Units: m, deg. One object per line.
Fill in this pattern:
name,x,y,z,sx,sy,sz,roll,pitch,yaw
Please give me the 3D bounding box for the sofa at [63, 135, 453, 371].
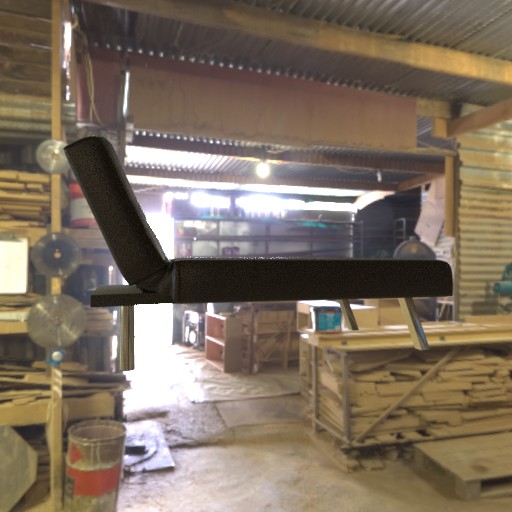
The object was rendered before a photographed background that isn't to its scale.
sofa,0.000,0.000,2.036,1.560,0.820,0.760,0,-1,-17
